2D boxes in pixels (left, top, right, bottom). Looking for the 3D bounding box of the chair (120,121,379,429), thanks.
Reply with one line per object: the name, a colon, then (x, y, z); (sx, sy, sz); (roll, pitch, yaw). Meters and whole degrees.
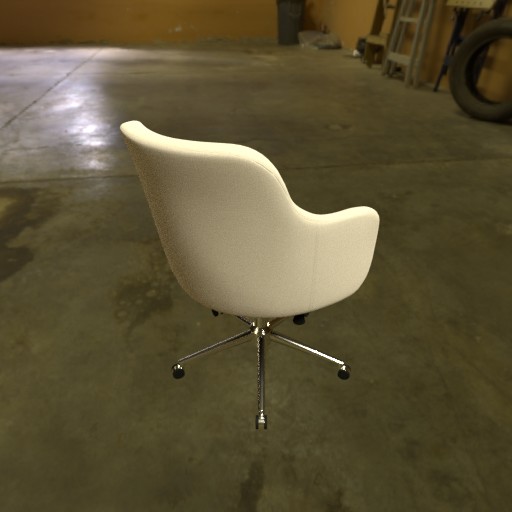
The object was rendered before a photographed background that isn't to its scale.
chair: (0.000, 0.000, 1.263); (0.602, 0.819, 0.647); (21, 37, 31)
